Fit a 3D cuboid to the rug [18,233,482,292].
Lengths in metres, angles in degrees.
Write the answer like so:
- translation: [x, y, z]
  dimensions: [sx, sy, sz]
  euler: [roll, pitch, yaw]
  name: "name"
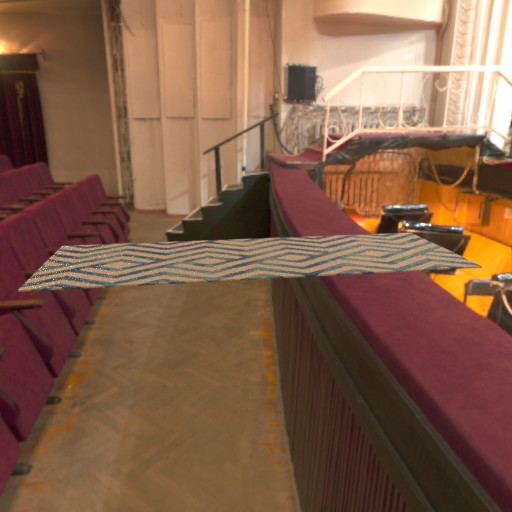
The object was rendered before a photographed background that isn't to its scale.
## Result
- translation: [0.000, 0.000, 1.644]
  dimensions: [1.492, 0.007, 0.503]
  euler: [-3, 17, -8]
  name: "rug"
